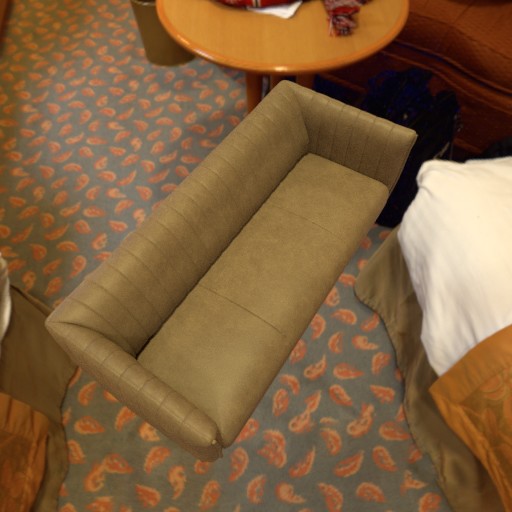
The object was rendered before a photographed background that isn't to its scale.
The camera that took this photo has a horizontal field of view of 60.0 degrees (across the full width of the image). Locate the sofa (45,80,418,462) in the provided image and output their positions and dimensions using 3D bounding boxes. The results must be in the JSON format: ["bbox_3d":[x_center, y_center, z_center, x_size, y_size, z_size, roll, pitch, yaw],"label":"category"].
[{"bbox_3d":[0.000,0.000,2.421,0.876,0.779,1.980,29,62,17],"label":"sofa"}]
